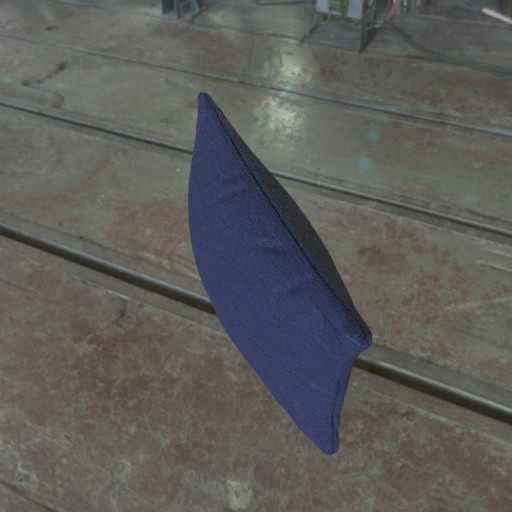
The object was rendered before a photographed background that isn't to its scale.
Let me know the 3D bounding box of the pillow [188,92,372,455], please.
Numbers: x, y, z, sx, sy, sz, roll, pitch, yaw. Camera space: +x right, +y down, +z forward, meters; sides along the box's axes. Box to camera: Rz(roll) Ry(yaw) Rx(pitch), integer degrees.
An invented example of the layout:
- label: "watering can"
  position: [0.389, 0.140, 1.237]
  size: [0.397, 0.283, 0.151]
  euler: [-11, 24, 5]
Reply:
- label: "pillow"
  position: [0.000, 0.000, 0.800]
  size: [0.210, 0.338, 0.633]
  euler: [-16, 48, -15]
